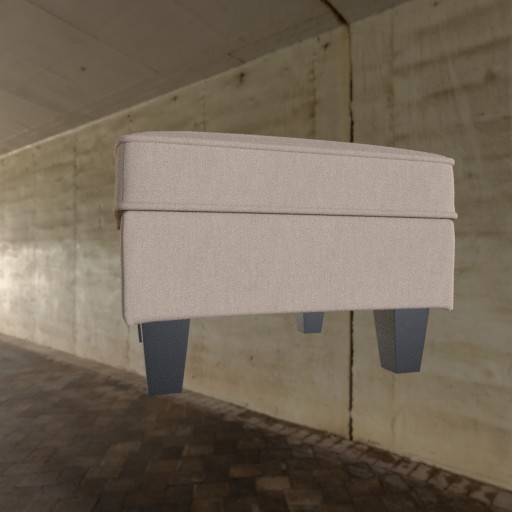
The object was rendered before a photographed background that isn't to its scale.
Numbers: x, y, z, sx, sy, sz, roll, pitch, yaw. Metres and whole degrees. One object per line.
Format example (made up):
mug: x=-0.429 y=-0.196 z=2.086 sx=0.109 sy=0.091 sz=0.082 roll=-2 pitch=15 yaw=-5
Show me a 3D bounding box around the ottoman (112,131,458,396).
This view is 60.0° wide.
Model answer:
ottoman: x=0.000 y=0.000 z=1.003 sx=0.613 sy=0.438 sz=0.616 roll=0 pitch=0 yaw=-17
